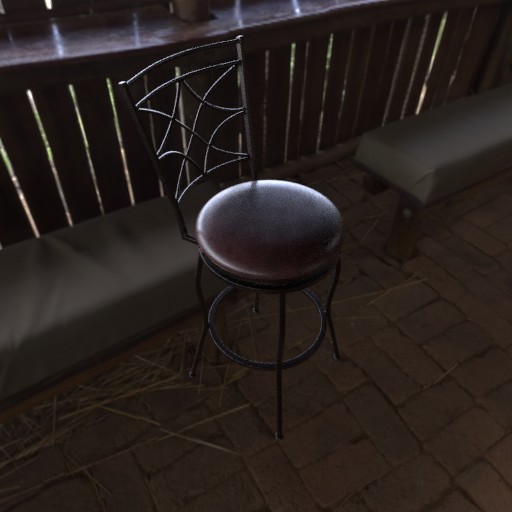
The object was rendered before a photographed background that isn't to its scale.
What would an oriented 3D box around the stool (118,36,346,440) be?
[{"bbox_3d":[0.000,0.000,1.390,0.534,1.117,0.434,27,49,26],"label":"stool"}]
